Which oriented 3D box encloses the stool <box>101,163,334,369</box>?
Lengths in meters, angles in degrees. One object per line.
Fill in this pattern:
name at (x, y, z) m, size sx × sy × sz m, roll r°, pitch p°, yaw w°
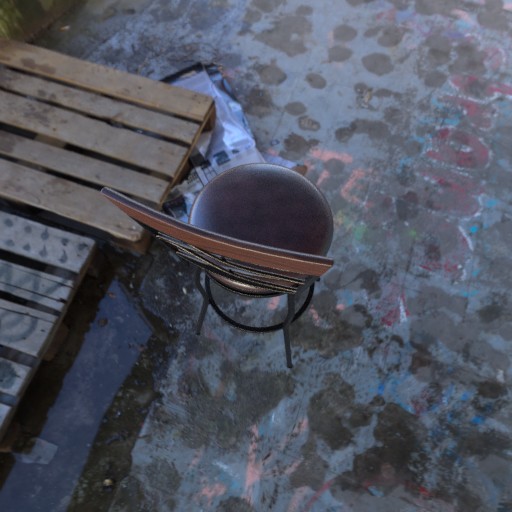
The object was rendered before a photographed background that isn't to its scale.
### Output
stool at (0.000, 0.000, 1.393) m, size 0.448 × 1.130 × 0.513 m, roll 18°, pitch 65°, yaw 9°
